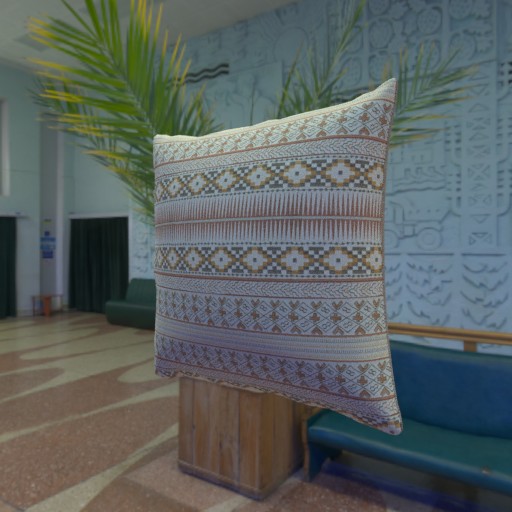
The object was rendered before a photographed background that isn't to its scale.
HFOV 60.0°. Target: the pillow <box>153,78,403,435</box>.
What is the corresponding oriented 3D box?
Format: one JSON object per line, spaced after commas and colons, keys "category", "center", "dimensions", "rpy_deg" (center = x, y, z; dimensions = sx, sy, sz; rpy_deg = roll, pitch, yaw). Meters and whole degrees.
{"category": "pillow", "center": [0.000, 0.000, 0.791], "dimensions": [0.521, 0.519, 0.215], "rpy_deg": [0, 1, 36]}
